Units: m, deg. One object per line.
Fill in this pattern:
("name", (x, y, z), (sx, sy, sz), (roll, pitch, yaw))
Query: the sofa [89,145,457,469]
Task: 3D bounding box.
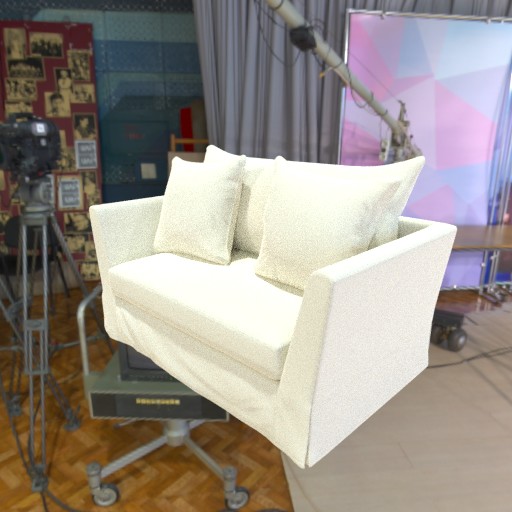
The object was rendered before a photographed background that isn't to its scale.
("sofa", (0.000, 0.000, 2.261), (1.608, 1.039, 1.026), (16, 24, 42))
